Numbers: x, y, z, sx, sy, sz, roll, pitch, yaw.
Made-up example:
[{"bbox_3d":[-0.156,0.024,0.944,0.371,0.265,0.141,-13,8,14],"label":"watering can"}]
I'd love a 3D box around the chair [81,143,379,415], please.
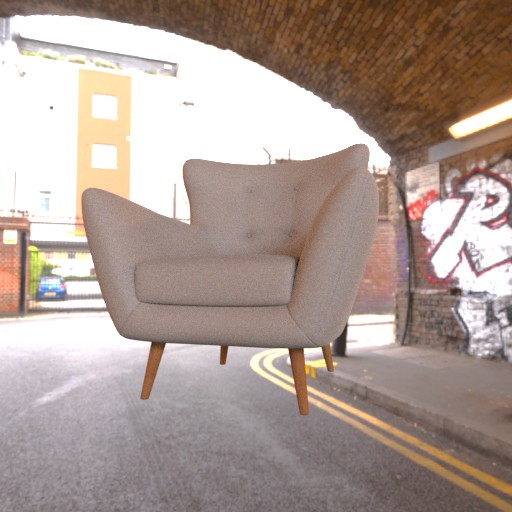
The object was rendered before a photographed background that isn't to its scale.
[{"bbox_3d":[0.000,0.000,1.603,0.890,0.889,0.889,-1,-3,18],"label":"chair"}]
